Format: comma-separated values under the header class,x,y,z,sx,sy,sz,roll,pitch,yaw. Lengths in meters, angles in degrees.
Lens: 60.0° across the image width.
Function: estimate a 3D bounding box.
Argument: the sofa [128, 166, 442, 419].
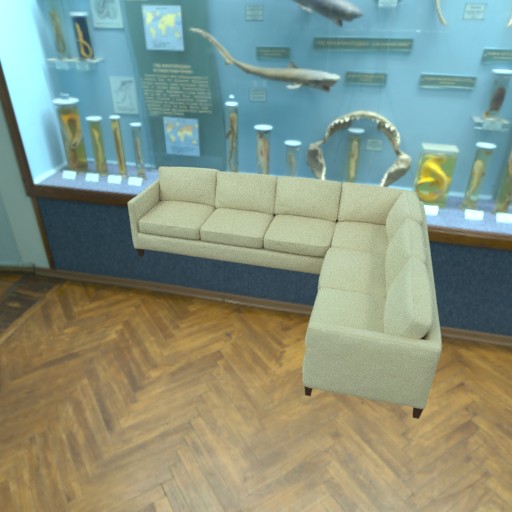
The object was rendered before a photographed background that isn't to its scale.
class,x,y,z,sx,sy,sz,roll,pitch,yaw
sofa,0.000,0.000,4.501,3.302,0.947,2.593,8,32,13
